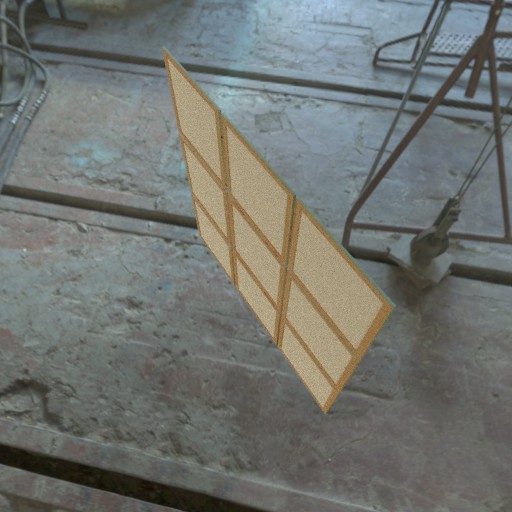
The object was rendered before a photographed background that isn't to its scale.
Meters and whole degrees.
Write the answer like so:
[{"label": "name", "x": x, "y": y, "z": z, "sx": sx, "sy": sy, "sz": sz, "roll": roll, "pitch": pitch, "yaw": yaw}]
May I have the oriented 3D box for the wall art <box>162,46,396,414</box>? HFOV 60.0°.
[{"label": "wall art", "x": 0.000, "y": 0.000, "z": 2.306, "sx": 0.013, "sy": 1.523, "sz": 1.517, "roll": -29, "pitch": 63, "yaw": -16}]
